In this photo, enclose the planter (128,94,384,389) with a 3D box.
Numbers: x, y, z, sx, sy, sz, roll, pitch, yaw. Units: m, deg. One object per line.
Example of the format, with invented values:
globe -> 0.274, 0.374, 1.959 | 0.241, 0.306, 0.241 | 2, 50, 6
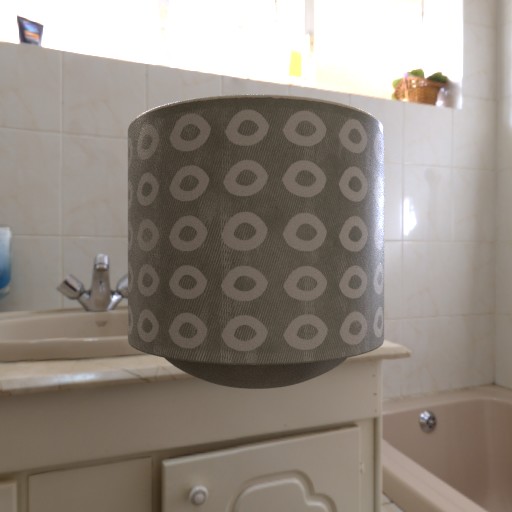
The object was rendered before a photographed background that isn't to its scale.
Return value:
planter -> 0.000, 0.000, 0.342 | 0.190, 0.181, 0.190 | 0, 0, 0
